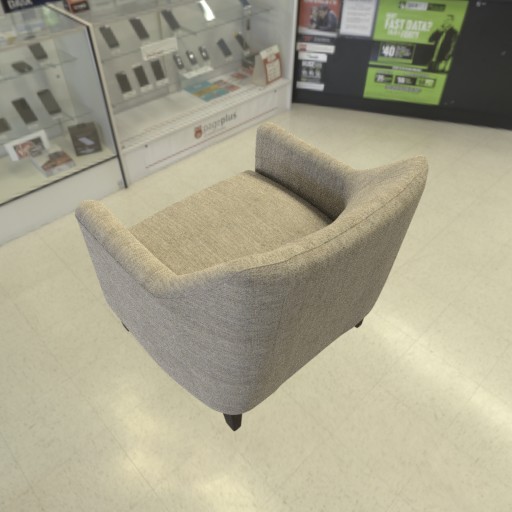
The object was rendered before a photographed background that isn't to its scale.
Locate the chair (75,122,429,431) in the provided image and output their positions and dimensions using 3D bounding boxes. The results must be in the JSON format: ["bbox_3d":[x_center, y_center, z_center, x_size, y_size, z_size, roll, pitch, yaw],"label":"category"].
[{"bbox_3d":[0.000,0.000,1.401,0.796,0.761,0.758,-32,53,-28],"label":"chair"}]
